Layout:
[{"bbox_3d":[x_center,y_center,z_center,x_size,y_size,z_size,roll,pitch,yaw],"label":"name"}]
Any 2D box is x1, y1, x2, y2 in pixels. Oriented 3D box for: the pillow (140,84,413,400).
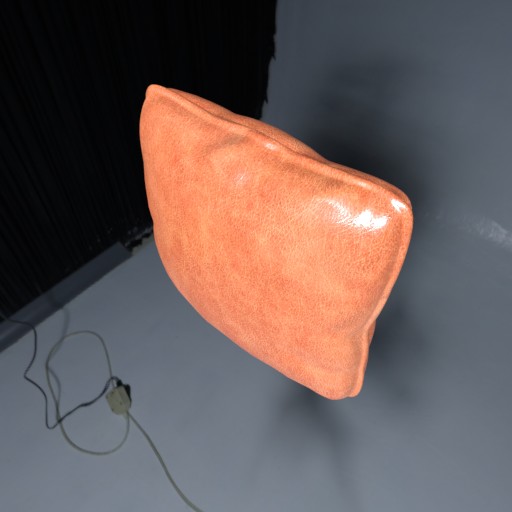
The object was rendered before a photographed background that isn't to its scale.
[{"bbox_3d":[0.000,0.000,0.839,0.532,0.523,0.236,32,54,27],"label":"pillow"}]
